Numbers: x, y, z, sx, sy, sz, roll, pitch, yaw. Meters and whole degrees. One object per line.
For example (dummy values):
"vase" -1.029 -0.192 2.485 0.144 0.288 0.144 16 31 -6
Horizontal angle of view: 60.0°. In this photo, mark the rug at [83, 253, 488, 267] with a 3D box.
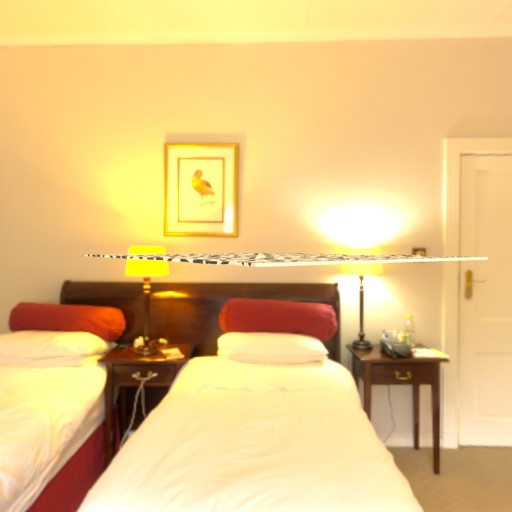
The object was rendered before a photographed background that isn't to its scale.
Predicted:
"rug" 0.000 0.000 4.377 2.444 0.036 3.369 -1 1 -36
